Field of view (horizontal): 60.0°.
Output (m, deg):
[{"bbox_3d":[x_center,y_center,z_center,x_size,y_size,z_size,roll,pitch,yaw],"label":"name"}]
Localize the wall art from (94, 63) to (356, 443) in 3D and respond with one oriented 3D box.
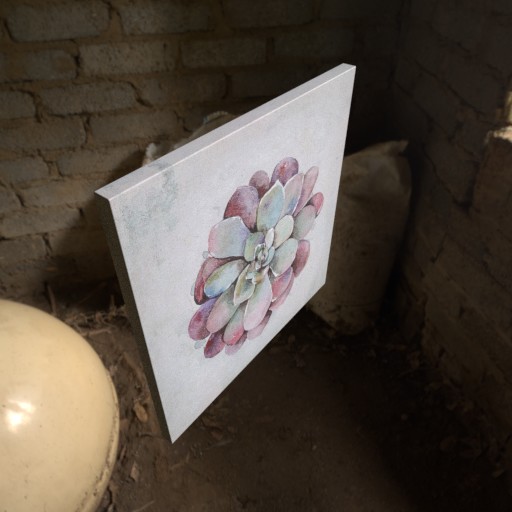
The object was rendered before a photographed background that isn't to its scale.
[{"bbox_3d":[0.000,0.000,1.144,0.041,0.762,0.762,27,48,28],"label":"wall art"}]
